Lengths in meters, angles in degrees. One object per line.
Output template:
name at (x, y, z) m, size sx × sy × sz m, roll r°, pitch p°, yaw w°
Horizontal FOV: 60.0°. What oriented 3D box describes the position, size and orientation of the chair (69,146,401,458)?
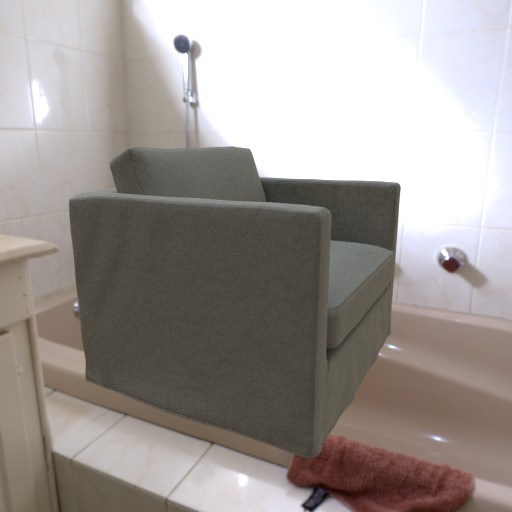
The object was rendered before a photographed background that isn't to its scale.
chair at (0.000, 0.000, 1.795) m, size 0.949 × 0.863 × 1.057 m, roll 7°, pitch 16°, yaw 27°
